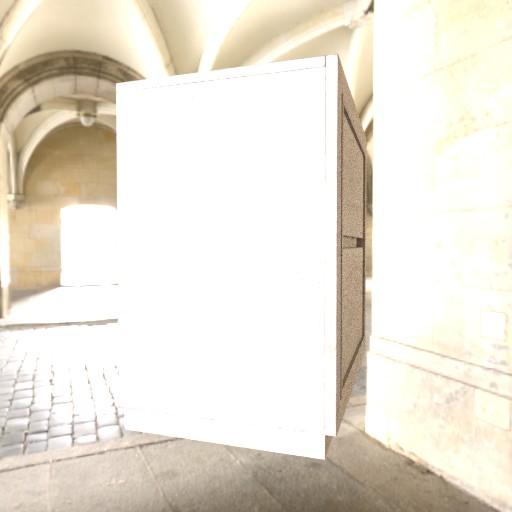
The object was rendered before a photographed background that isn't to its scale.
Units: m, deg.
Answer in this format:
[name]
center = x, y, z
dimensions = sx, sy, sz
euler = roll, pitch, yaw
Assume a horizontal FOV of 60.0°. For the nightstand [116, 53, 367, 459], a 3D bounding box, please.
[nightstand]
center = 0.000, 0.000, 1.088
dimensions = 0.483, 0.673, 0.612
euler = 0, 2, 18
